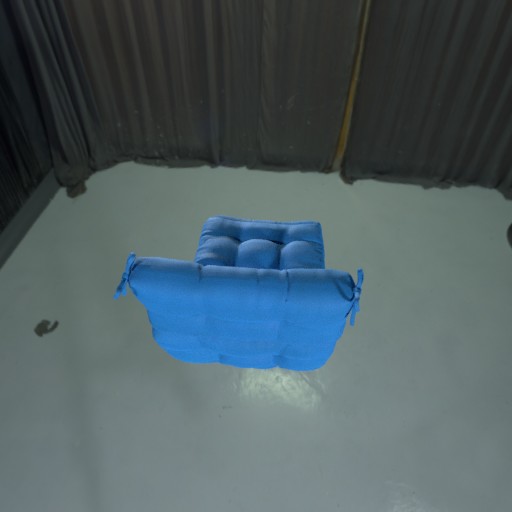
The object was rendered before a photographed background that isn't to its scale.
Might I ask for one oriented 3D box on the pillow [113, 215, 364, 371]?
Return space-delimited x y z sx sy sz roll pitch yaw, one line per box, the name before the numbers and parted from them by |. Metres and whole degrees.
pillow | 0.000 0.000 1.507 0.526 0.863 1.016 4 47 4
